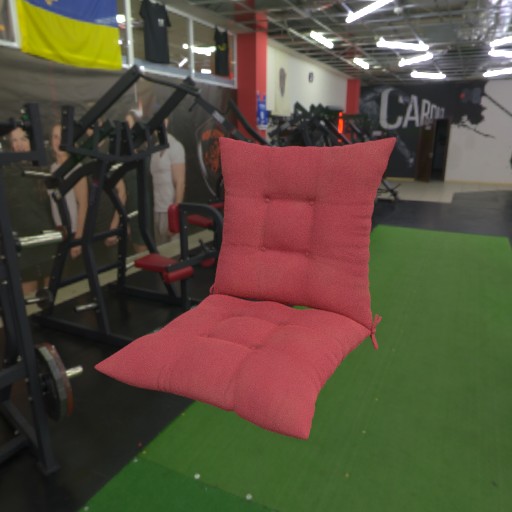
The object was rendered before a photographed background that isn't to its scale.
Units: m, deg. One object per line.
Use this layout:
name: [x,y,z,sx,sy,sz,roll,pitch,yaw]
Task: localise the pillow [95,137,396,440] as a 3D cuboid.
pillow: [0.000,0.000,1.045,0.541,0.536,0.585,8,18,27]
